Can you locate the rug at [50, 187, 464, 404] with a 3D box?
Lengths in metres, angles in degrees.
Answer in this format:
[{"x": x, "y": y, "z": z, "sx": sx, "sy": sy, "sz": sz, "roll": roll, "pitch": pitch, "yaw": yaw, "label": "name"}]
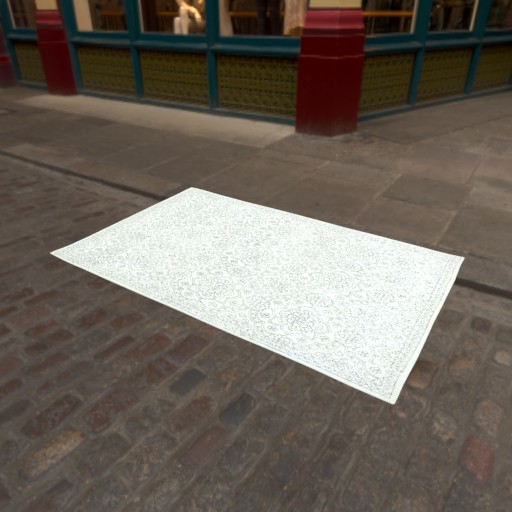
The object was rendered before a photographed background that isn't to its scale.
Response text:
[{"x": 0.000, "y": 0.000, "z": 3.056, "sx": 2.434, "sy": 0.023, "sz": 1.518, "roll": 18, "pitch": 35, "yaw": 28, "label": "rug"}]
